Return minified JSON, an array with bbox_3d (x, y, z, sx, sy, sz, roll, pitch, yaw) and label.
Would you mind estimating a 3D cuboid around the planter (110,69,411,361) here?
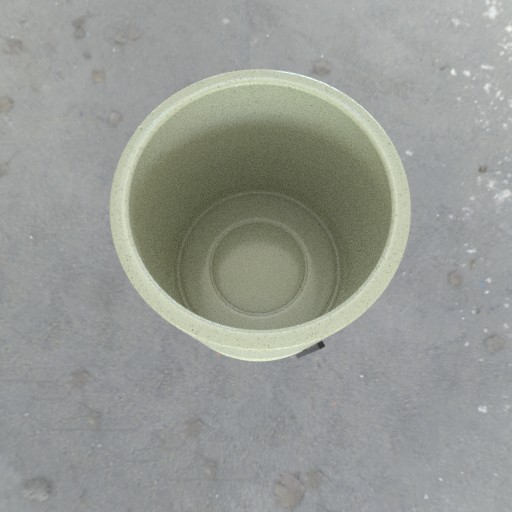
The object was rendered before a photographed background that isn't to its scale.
[{"bbox_3d":[0.000,0.000,0.689,0.323,0.475,0.314,1,75,0],"label":"planter"}]
